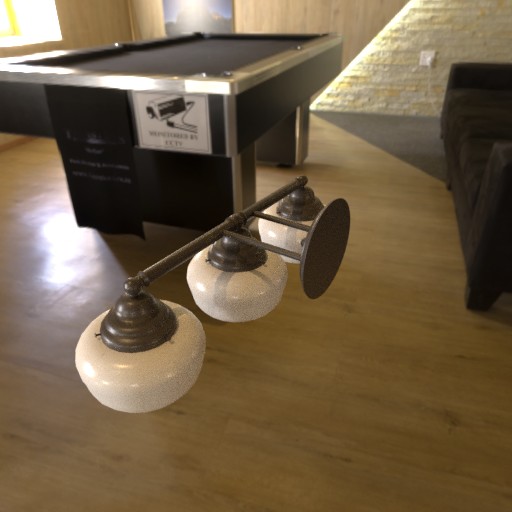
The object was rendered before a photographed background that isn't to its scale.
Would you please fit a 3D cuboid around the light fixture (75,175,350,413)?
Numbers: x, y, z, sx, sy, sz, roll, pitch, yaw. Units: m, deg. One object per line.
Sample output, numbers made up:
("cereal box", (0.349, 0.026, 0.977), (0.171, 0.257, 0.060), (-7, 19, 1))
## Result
("light fixture", (0.000, 0.000, 0.689), (0.239, 0.242, 0.587), (19, 35, 29))
